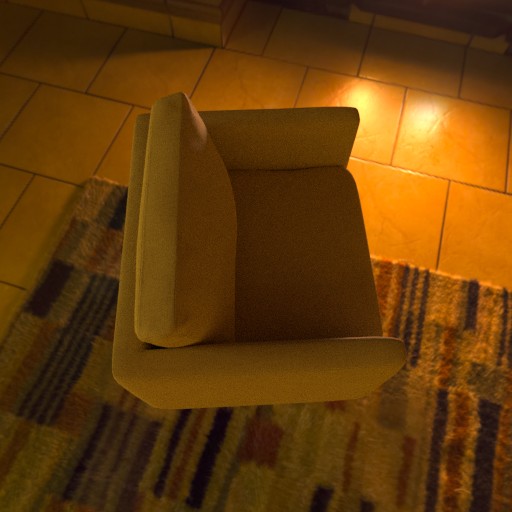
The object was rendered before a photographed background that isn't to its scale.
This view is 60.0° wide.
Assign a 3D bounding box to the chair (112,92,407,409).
[{"bbox_3d":[0.000,0.000,1.835,0.959,0.961,1.107,-2,64,-1],"label":"chair"}]
